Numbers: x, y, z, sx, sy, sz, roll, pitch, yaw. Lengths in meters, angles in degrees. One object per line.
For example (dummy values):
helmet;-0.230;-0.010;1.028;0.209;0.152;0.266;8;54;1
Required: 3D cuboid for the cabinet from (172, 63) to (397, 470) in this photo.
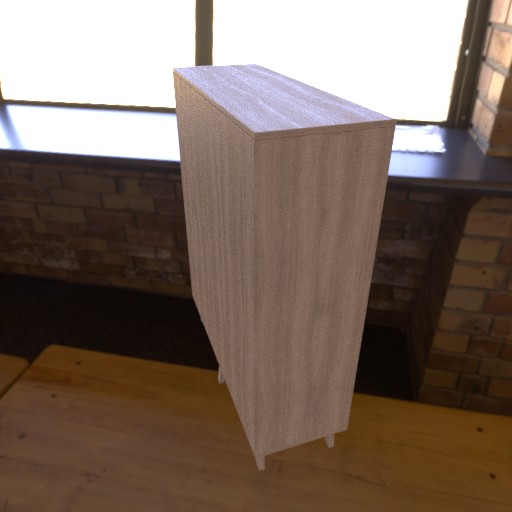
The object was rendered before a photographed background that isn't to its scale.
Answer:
cabinet;0.000;0.000;1.916;0.398;1.388;1.111;-10;32;-16
